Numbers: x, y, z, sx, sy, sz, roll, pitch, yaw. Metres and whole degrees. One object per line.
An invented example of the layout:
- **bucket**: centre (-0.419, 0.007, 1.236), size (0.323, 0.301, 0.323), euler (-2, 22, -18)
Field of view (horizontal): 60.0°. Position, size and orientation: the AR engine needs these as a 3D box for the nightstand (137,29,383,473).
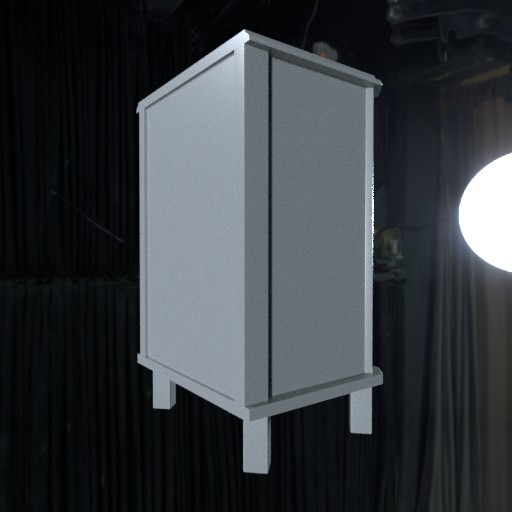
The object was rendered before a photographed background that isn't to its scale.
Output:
- **nightstand**: centre (0.000, 0.000, 0.930), size (0.348, 0.680, 0.435), euler (-1, 1, -36)
